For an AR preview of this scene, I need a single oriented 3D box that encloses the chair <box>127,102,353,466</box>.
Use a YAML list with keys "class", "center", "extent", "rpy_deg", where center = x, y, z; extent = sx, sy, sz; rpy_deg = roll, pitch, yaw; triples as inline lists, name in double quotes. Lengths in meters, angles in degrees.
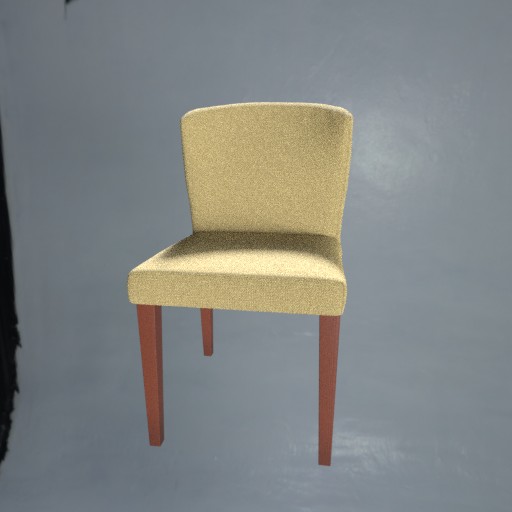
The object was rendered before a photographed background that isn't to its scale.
- class: "chair"
  center: [0.000, 0.000, 1.198]
  extent: [0.491, 0.839, 0.589]
  rpy_deg: [2, 14, 9]
